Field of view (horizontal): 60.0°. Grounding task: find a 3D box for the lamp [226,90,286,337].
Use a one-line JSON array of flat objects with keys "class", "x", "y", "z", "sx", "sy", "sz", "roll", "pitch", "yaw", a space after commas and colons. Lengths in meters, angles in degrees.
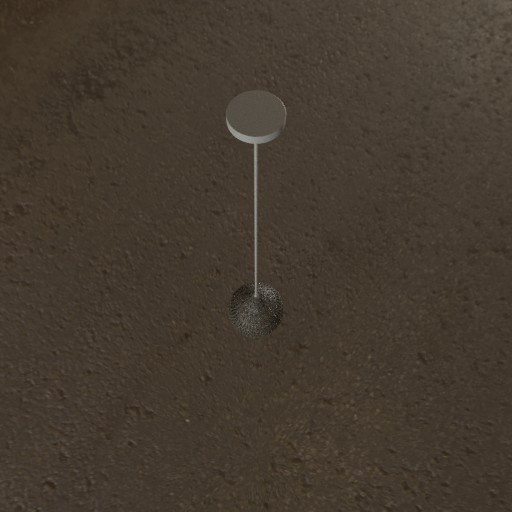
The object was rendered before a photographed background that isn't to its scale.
[{"class": "lamp", "x": 0.000, "y": 0.000, "z": 2.104, "sx": 0.355, "sy": 1.919, "sz": 0.355, "roll": -2, "pitch": 66, "yaw": -1}]
